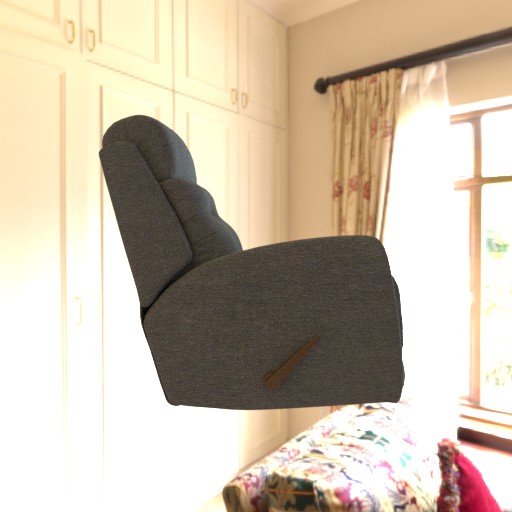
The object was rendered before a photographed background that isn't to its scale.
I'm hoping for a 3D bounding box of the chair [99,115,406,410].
[{"bbox_3d":[0.000,0.000,1.747,1.043,1.013,0.798,0,1,0],"label":"chair"}]
